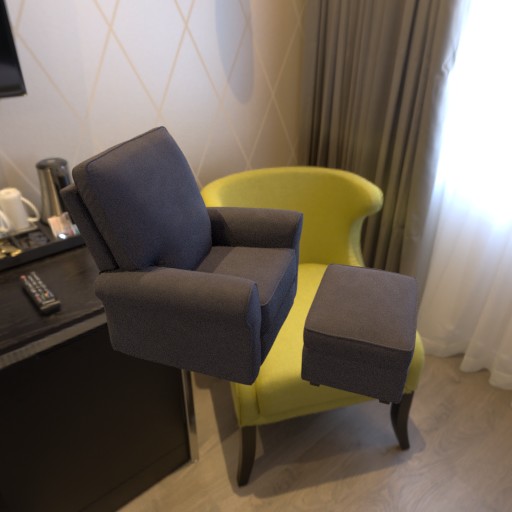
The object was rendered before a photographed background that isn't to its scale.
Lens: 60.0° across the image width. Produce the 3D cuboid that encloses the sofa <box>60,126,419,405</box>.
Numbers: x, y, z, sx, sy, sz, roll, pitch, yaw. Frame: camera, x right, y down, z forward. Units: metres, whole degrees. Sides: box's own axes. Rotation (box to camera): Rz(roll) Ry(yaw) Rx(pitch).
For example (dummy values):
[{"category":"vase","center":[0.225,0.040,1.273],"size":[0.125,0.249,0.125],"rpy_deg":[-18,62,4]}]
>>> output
[{"category":"sofa","center":[0.000,0.000,2.048],"size":[1.478,0.959,0.880],"rpy_deg":[10,32,17]}]
